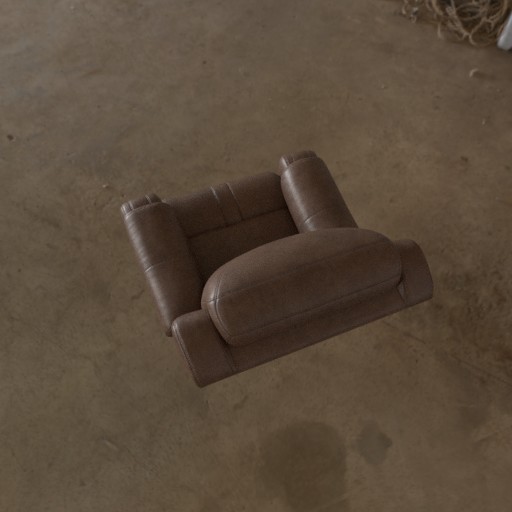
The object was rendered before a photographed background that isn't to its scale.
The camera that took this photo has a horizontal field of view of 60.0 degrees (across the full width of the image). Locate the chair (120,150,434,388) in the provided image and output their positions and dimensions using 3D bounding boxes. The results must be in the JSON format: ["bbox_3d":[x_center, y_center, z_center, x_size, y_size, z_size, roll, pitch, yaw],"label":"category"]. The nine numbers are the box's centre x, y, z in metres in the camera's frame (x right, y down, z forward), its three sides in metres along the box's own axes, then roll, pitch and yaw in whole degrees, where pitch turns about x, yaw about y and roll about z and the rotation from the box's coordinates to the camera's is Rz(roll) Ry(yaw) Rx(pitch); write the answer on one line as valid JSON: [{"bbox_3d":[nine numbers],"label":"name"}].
[{"bbox_3d":[0.000,0.000,1.816,0.940,0.990,1.067,-18,59,-11],"label":"chair"}]
